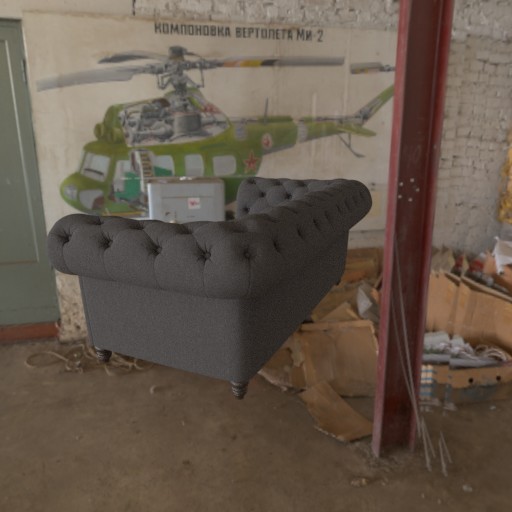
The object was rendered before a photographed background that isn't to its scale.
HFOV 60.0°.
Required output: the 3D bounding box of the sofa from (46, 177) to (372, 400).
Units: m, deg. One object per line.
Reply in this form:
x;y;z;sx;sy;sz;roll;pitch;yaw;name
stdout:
0.000;0.000;2.517;0.986;0.764;1.998;7;17;24;sofa
